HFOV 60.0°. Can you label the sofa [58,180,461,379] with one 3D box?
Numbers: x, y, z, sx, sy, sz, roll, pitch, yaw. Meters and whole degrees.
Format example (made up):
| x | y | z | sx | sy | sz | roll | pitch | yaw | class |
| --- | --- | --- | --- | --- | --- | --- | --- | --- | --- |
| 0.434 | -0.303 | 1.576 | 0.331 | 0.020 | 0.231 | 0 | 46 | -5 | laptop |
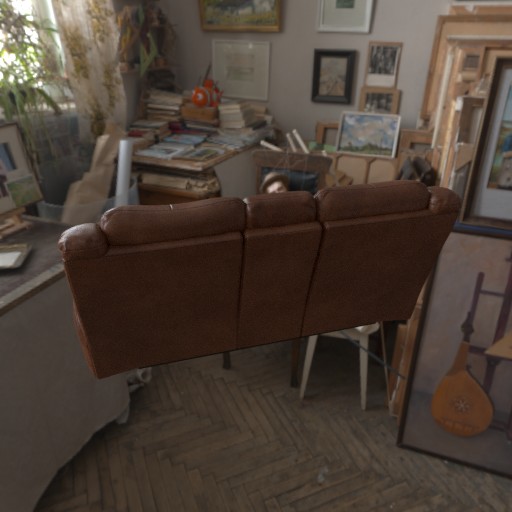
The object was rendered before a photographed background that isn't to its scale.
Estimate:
| x | y | z | sx | sy | sz | roll | pitch | yaw | class |
| --- | --- | --- | --- | --- | --- | --- | --- | --- | --- |
| 0.000 | 0.000 | 2.620 | 2.058 | 1.043 | 0.991 | -8 | 28 | -15 | sofa |
